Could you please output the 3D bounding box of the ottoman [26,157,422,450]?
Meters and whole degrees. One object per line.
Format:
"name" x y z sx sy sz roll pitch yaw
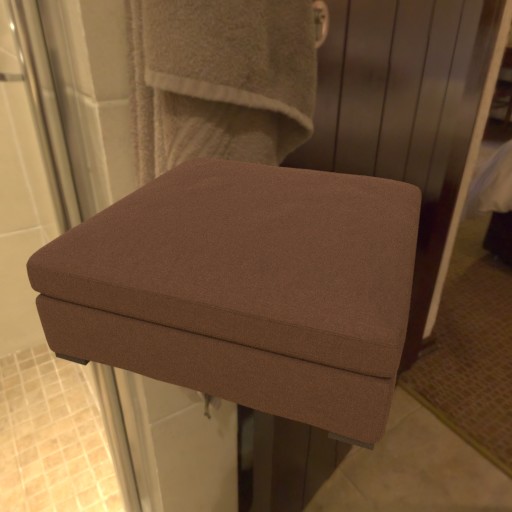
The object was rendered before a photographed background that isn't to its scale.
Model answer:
"ottoman" 0.000 0.000 1.779 1.181 0.470 1.181 10 31 17
